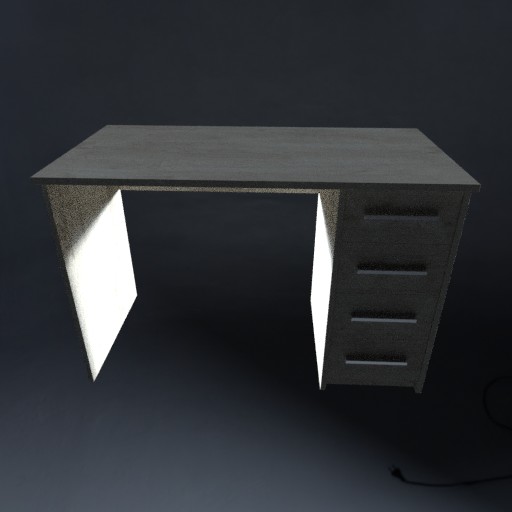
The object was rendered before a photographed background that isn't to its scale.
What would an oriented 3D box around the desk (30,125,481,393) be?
[{"bbox_3d":[0.000,0.000,1.496,1.096,0.730,0.560,1,29,2],"label":"desk"}]
